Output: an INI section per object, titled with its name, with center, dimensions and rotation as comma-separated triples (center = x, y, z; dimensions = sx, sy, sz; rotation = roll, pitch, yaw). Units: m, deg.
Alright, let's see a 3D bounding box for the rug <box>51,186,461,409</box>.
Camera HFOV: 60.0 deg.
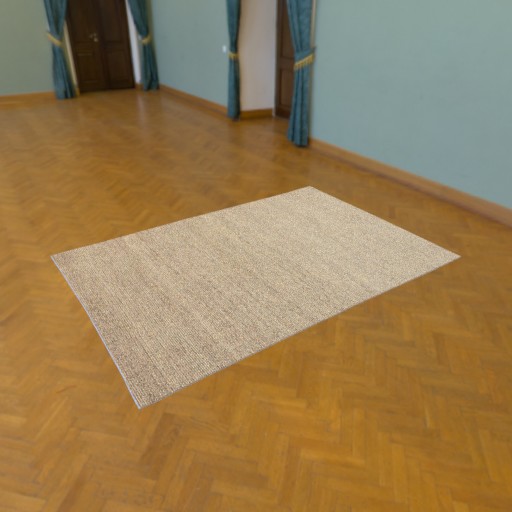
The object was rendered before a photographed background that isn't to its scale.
[rug]
center = 0.000, 0.000, 3.057
dimensions = 2.342, 0.030, 1.609
rotation = -19, 35, -29
